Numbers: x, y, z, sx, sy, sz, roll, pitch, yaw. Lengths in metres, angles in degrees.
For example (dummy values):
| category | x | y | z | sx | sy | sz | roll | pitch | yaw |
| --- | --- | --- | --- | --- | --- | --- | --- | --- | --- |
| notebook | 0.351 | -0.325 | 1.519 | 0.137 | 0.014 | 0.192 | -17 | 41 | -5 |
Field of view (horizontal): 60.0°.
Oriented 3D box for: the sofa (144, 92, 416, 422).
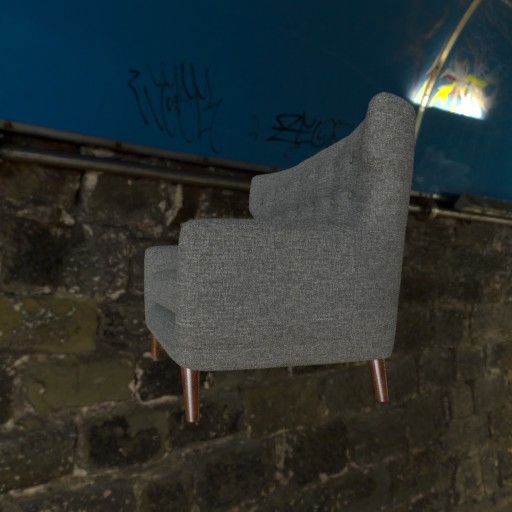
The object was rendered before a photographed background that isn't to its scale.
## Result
| category | x | y | z | sx | sy | sz | roll | pitch | yaw |
| --- | --- | --- | --- | --- | --- | --- | --- | --- | --- |
| sofa | 0.000 | 0.000 | 1.968 | 0.874 | 1.028 | 1.358 | 1 | -3 | -18 |
